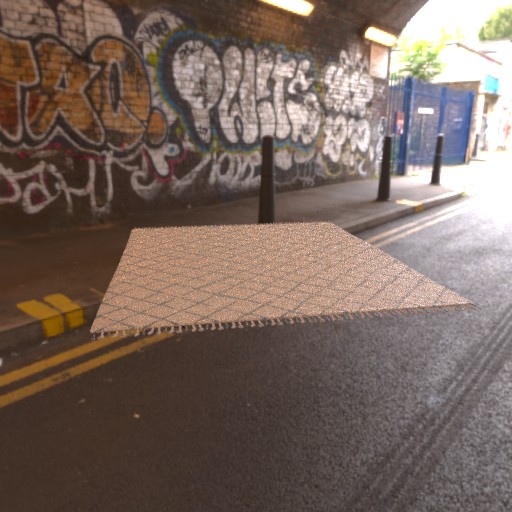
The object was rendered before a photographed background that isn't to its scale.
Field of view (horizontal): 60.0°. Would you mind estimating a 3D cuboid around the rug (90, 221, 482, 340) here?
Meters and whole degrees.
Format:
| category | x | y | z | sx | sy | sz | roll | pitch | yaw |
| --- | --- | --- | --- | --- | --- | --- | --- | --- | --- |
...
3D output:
| category | x | y | z | sx | sy | sz | roll | pitch | yaw |
| --- | --- | --- | --- | --- | --- | --- | --- | --- | --- |
| rug | 0.000 | 0.000 | 4.827 | 2.892 | 0.036 | 3.585 | -3 | 16 | -10 |
